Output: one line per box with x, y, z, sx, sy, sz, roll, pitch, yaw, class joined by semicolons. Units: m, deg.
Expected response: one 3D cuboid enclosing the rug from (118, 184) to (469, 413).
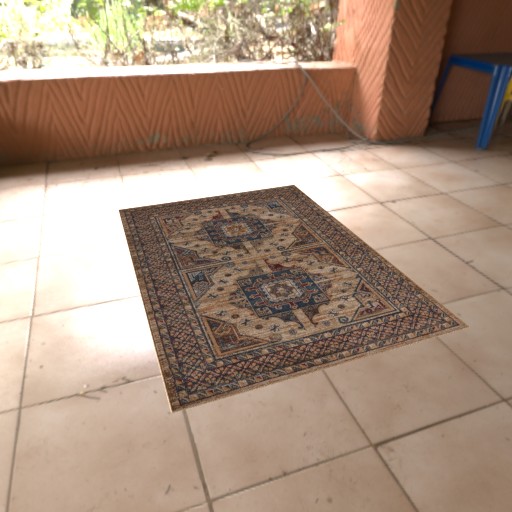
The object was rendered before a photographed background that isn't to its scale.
0.000;0.000;3.034;1.611;0.008;2.227;-11;32;-18;rug
